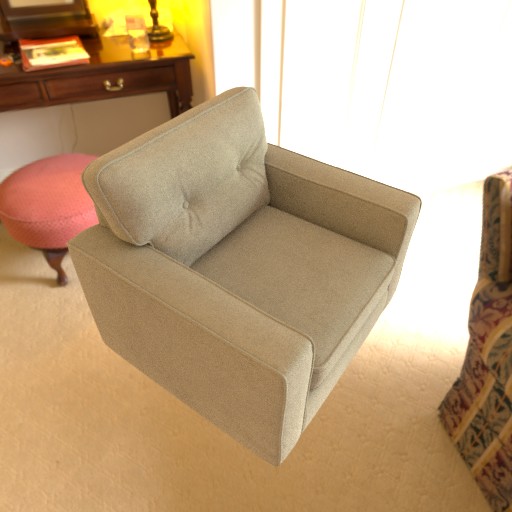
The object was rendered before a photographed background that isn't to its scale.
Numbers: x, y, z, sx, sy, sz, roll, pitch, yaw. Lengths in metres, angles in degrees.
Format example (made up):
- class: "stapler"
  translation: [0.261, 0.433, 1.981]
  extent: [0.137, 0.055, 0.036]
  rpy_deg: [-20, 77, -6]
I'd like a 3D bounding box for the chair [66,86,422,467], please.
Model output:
- class: "chair"
  translation: [0.000, 0.000, 1.737]
  extent: [0.939, 0.965, 1.015]
  rpy_deg: [26, 49, 26]
